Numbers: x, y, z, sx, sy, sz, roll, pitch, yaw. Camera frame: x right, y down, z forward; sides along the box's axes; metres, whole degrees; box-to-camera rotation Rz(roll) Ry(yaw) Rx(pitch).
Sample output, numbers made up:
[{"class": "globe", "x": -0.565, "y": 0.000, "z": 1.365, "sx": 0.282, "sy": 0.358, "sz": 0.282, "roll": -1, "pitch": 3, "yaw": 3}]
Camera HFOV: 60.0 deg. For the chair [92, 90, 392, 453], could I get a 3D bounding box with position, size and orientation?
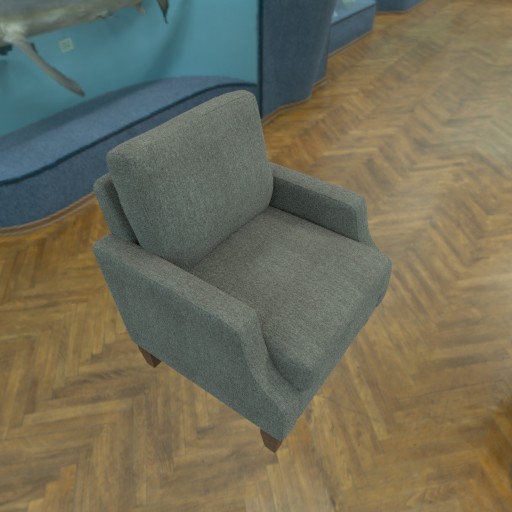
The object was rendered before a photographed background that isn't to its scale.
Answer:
[{"class": "chair", "x": 0.000, "y": 0.000, "z": 1.707, "sx": 0.897, "sy": 0.993, "sz": 0.855, "roll": 26, "pitch": 47, "yaw": 26}]
